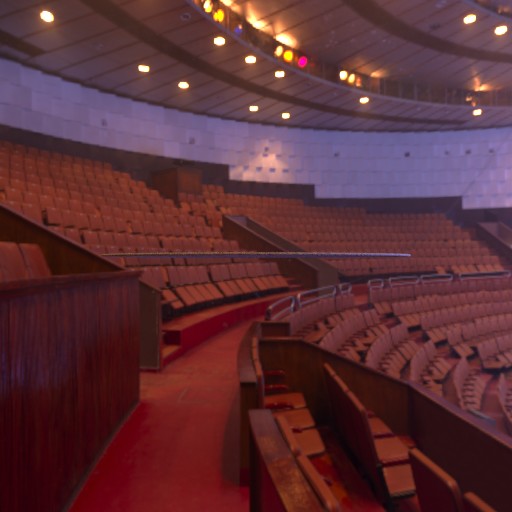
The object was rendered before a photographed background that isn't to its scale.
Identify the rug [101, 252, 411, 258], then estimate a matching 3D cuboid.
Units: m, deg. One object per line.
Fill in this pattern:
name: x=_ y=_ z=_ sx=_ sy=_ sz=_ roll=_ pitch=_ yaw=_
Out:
rug: x=0.000 y=0.000 z=3.615 sx=2.382 sy=0.014 sz=2.382 roll=0 pitch=-1 yaw=0
